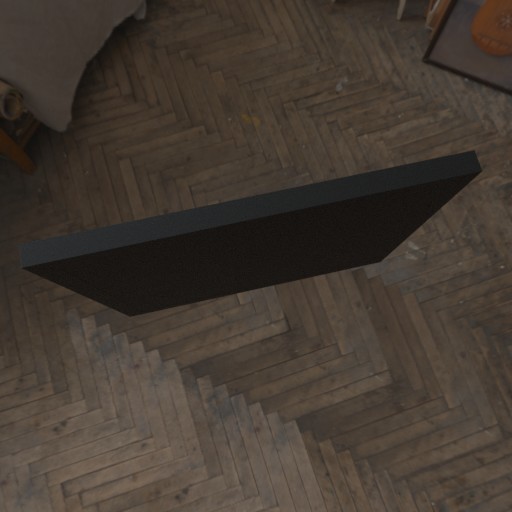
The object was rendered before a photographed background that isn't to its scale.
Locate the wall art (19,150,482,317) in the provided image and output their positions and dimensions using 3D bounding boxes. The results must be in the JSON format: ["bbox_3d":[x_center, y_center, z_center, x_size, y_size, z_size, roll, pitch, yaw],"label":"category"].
[{"bbox_3d":[0.000,0.000,0.748,0.558,0.457,0.029,-12,76,-3],"label":"wall art"}]
